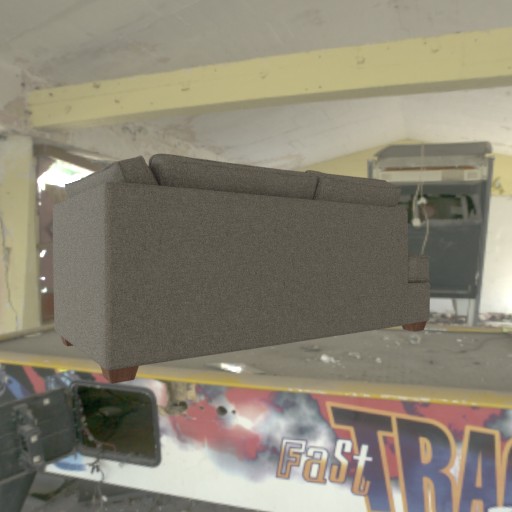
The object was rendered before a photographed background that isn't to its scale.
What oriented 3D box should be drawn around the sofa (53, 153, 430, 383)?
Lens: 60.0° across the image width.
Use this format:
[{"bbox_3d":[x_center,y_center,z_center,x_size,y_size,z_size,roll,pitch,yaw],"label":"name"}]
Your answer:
[{"bbox_3d":[0.000,0.000,2.853,2.237,1.033,1.110,0,1,-35],"label":"sofa"}]
